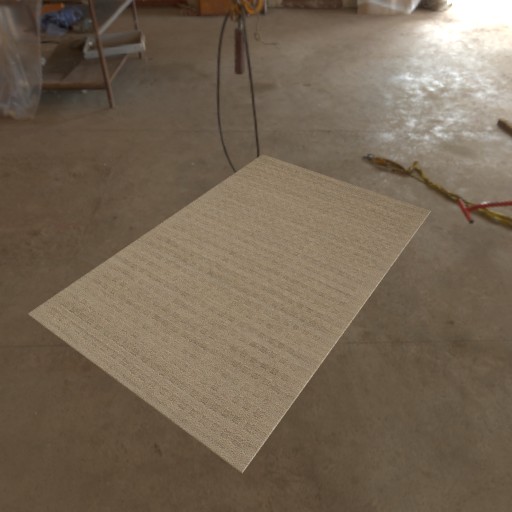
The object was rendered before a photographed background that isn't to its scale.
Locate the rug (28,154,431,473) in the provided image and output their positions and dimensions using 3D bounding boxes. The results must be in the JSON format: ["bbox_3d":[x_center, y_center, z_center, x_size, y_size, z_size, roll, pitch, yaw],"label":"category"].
[{"bbox_3d":[0.000,0.000,2.182,1.142,0.006,1.752,25,46,26],"label":"rug"}]
